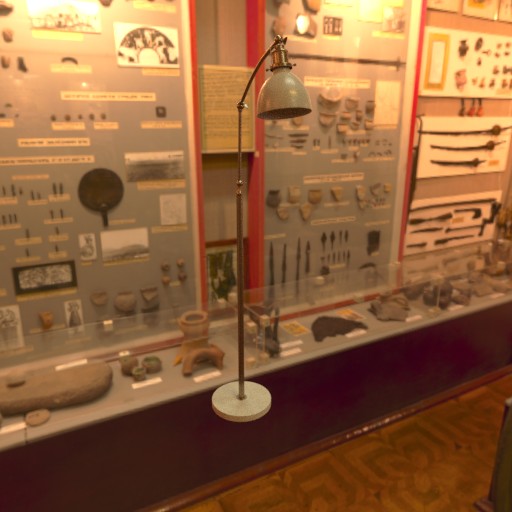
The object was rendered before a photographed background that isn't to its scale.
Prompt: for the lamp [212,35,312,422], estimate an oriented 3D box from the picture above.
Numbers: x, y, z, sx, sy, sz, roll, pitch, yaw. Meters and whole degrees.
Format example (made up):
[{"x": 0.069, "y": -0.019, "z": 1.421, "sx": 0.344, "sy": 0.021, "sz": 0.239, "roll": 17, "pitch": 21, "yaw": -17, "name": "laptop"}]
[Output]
[{"x": 0.000, "y": 0.000, "z": 1.811, "sx": 0.288, "sy": 1.586, "sz": 0.599, "roll": -8, "pitch": 18, "yaw": -26, "name": "lamp"}]
